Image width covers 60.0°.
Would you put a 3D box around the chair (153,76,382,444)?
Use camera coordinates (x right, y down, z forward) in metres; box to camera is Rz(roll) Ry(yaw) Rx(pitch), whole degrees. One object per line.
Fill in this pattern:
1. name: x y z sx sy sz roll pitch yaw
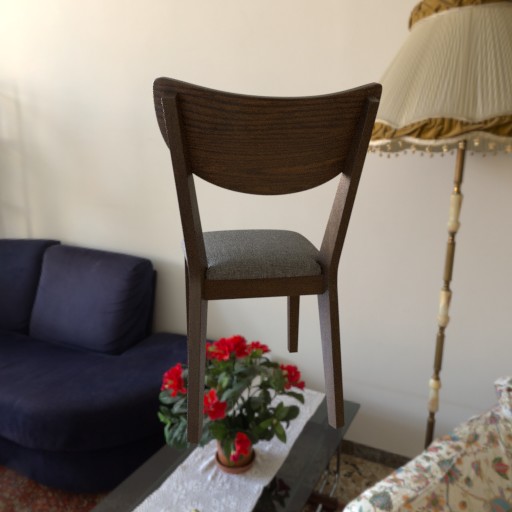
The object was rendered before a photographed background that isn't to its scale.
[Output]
1. chair: 0.000 0.000 1.221 0.491 0.849 0.583 -2 13 -9
